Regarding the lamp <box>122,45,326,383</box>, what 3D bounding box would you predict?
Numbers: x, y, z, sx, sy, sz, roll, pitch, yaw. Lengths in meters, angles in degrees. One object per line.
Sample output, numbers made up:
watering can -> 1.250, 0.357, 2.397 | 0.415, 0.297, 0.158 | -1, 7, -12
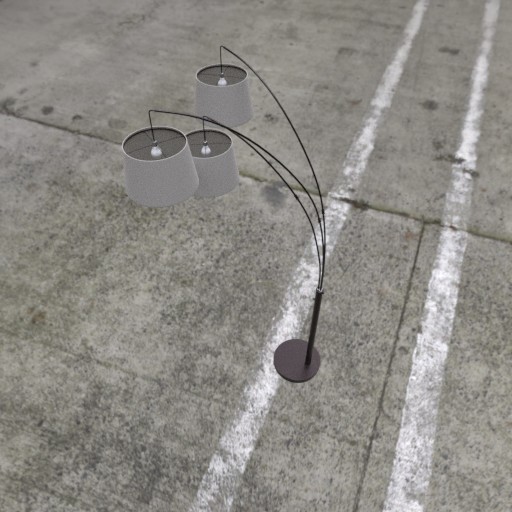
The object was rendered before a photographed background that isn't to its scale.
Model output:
lamp -> 0.000, 0.000, 2.464 | 0.924, 1.950, 0.951 | 16, 49, 15
